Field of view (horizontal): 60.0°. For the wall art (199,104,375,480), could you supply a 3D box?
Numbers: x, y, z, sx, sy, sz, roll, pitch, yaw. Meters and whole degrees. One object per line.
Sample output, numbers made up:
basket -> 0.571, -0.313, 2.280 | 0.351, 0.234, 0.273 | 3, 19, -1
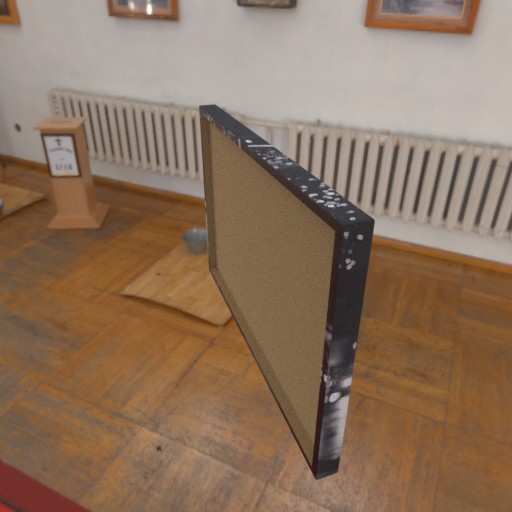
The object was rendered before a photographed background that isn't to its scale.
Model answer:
wall art -> 0.000, 0.000, 0.787 | 0.037, 0.406, 0.609 | -10, 31, -17
